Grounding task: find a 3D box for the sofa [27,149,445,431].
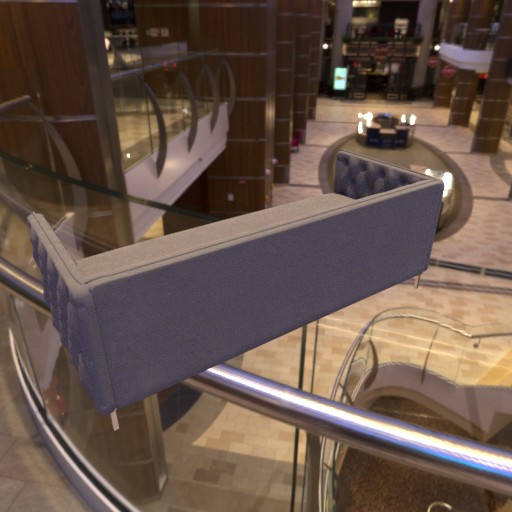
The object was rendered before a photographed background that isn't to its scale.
[{"bbox_3d":[0.000,0.000,2.580,2.209,0.771,0.895,-18,33,-30],"label":"sofa"}]
